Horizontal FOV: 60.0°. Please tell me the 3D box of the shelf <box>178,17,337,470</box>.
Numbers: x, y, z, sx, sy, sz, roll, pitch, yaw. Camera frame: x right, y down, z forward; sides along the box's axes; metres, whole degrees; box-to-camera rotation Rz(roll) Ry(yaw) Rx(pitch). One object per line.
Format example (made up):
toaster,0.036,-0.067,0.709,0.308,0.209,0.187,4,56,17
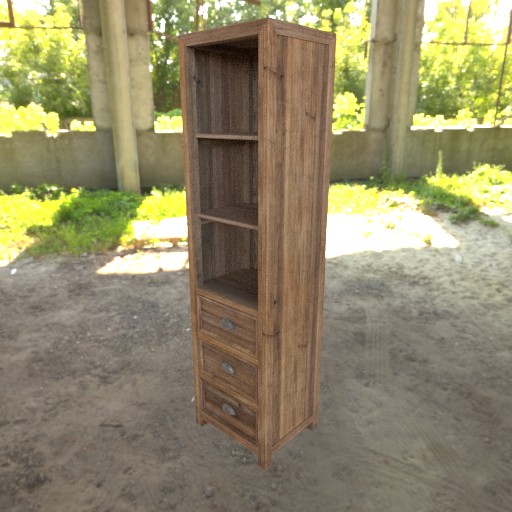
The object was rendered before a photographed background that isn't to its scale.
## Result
shelf,0.000,0.000,2.095,0.500,1.900,0.428,15,23,41
